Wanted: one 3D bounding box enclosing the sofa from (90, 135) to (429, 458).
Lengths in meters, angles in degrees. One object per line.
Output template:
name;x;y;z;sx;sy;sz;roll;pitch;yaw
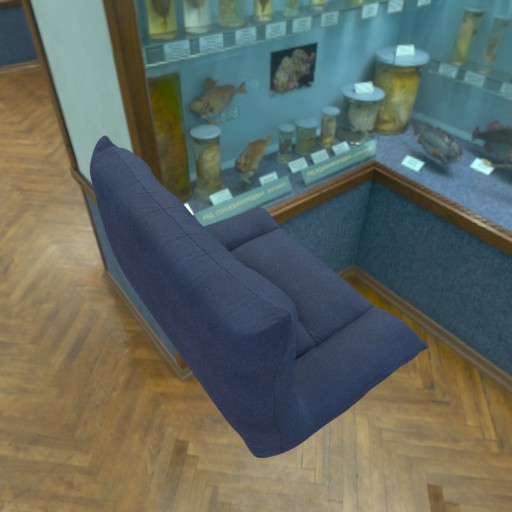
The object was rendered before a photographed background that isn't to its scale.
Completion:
sofa;0.000;0.000;1.683;0.849;0.778;1.122;-25;47;-26
